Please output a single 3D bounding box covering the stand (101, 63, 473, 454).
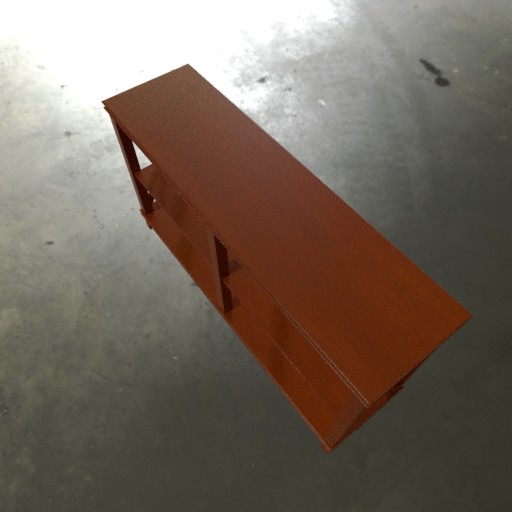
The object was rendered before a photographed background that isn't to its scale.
[{"bbox_3d":[0.000,0.000,1.708,0.381,0.762,1.372,-33,63,-19],"label":"stand"}]
